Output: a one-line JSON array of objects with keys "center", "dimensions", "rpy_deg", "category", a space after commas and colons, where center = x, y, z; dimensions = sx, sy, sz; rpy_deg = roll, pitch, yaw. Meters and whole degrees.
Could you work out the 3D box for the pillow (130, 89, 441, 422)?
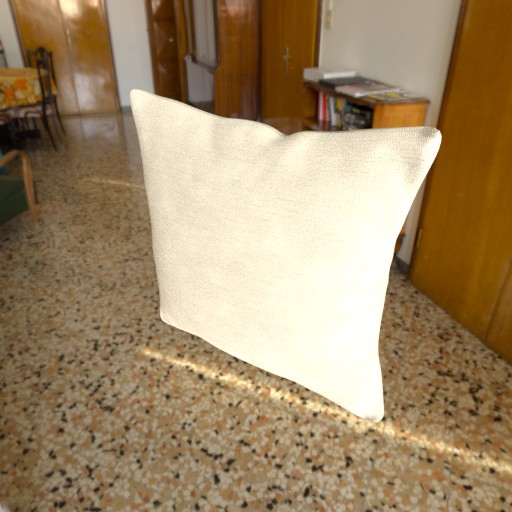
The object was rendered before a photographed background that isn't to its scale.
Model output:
[{"center": [0.000, 0.000, 0.636], "dimensions": [0.437, 0.420, 0.162], "rpy_deg": [18, 34, 29], "category": "pillow"}]
